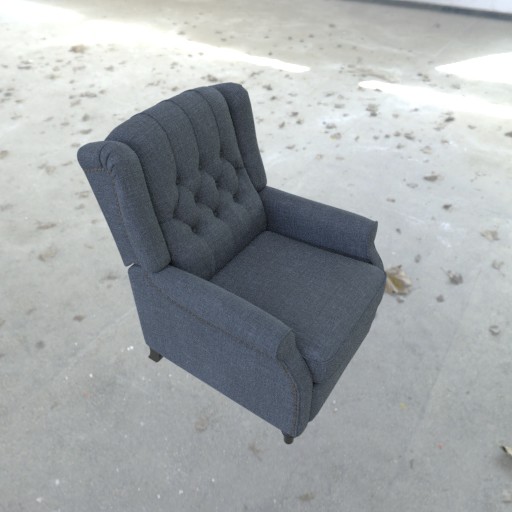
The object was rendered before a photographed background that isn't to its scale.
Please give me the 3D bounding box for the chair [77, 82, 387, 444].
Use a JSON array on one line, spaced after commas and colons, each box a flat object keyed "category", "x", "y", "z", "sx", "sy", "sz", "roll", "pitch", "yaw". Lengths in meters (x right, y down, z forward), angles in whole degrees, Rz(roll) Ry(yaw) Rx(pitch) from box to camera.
[{"category": "chair", "x": 0.000, "y": 0.000, "z": 1.656, "sx": 0.898, "sy": 1.035, "sz": 0.742, "roll": 24, "pitch": 46, "yaw": 25}]
